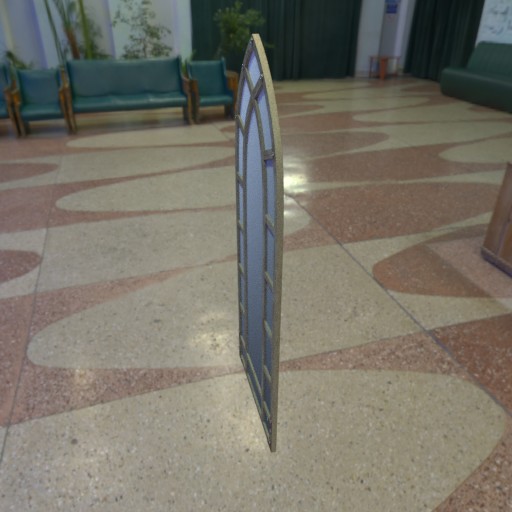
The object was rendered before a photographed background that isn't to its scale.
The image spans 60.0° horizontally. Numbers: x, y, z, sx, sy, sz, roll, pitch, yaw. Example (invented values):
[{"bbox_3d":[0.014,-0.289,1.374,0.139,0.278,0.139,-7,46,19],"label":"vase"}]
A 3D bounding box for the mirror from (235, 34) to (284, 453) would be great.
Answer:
[{"bbox_3d":[0.000,0.000,1.310,0.025,1.175,0.464,-7,30,-12],"label":"mirror"}]
